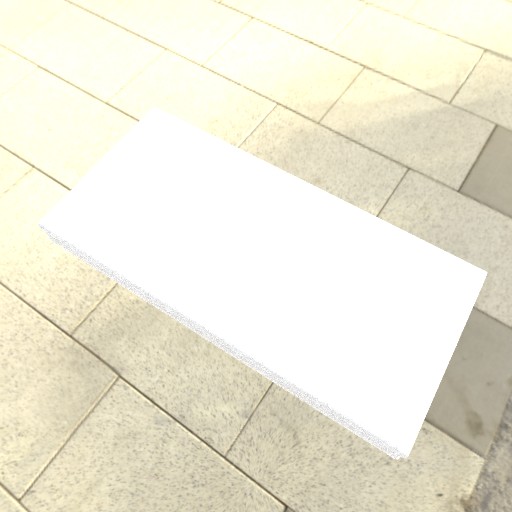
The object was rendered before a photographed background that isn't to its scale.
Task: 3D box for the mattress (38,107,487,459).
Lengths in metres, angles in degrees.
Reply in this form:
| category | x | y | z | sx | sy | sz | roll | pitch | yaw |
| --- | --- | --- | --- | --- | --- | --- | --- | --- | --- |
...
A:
| category | x | y | z | sx | sy | sz | roll | pitch | yaw |
| --- | --- | --- | --- | --- | --- | --- | --- | --- | --- |
| mattress | 0.000 | 0.000 | 2.120 | 1.900 | 0.200 | 0.900 | 29 | 67 | 14 |
